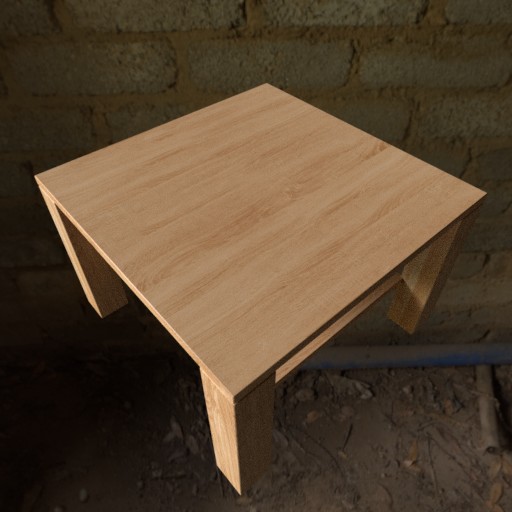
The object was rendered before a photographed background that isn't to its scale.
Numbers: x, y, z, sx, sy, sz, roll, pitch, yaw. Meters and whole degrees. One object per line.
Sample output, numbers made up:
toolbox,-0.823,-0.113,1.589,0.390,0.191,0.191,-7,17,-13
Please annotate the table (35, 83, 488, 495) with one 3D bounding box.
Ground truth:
table,0.000,0.000,1.125,0.700,0.450,0.700,-32,54,-27
